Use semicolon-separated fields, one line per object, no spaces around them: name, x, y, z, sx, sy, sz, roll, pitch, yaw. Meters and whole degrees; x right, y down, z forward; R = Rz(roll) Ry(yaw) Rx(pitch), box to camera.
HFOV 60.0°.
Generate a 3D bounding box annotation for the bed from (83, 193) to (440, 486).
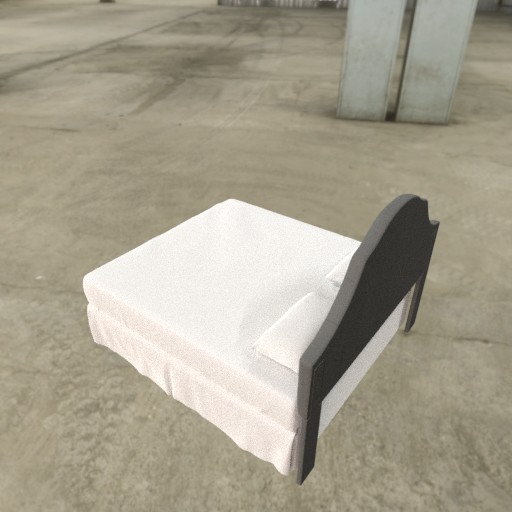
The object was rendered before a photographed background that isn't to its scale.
bed;0.000;0.000;3.593;2.214;1.615;2.008;23;39;31
